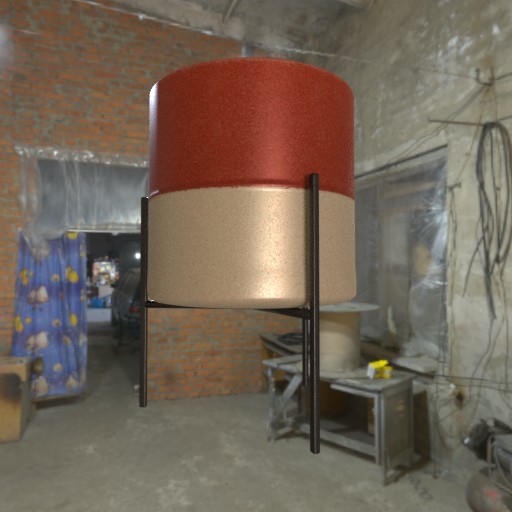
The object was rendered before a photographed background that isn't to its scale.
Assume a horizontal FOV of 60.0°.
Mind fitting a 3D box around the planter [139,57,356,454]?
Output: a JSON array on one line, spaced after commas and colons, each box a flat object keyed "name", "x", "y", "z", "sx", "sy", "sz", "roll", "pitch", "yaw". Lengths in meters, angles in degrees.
[{"name": "planter", "x": 0.000, "y": 0.000, "z": 0.518, "sx": 0.235, "sy": 0.354, "sz": 0.251, "roll": -1, "pitch": -2, "yaw": 35}]
